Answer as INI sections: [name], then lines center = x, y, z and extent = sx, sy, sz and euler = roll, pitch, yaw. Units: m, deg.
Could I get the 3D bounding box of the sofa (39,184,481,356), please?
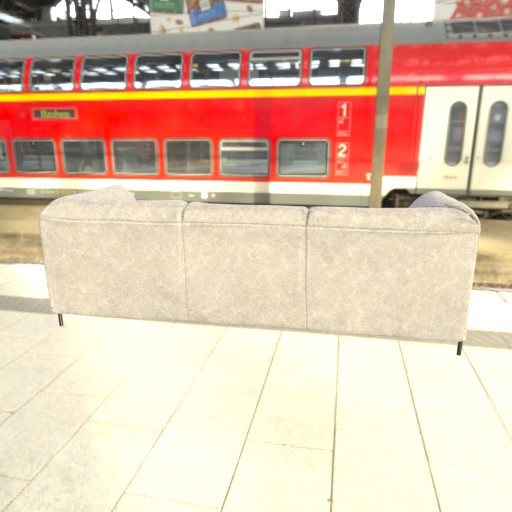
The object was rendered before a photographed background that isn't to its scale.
[sofa]
center = 0.000, 0.000, 2.644
extent = 2.238, 0.758, 0.899
euler = 3, 16, 9
